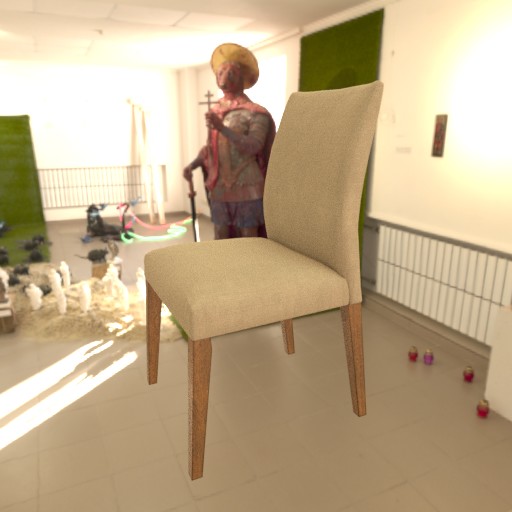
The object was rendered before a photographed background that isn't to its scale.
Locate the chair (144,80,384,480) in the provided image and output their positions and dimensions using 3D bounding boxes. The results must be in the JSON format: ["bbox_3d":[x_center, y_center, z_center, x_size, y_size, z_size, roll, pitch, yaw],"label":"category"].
[{"bbox_3d":[0.000,0.000,1.288,0.585,0.940,0.496,-8,18,-25],"label":"chair"}]
